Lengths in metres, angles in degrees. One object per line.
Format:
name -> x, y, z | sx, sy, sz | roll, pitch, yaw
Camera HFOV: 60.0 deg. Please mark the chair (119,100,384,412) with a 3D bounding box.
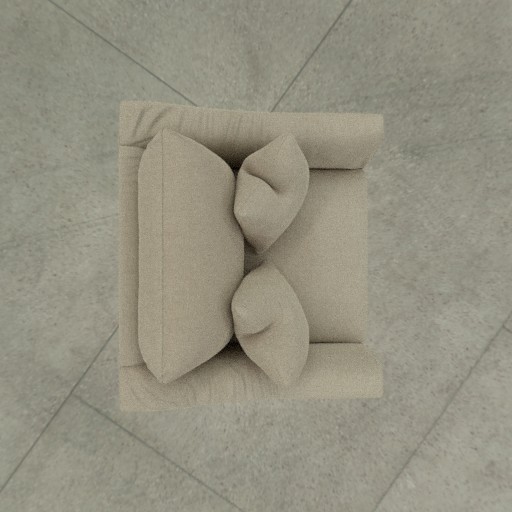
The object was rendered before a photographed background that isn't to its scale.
chair -> 0.000, 0.000, 2.010 | 1.071, 1.093, 1.194 | 0, 90, -2
